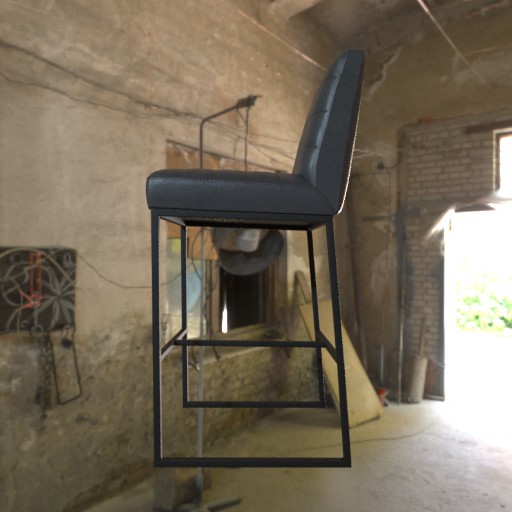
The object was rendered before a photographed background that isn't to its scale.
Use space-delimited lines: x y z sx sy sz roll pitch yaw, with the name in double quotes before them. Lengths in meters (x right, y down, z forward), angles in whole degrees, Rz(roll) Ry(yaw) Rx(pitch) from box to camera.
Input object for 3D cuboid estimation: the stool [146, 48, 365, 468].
"stool" 0.000 0.000 1.307 0.552 1.040 0.457 0 0 0
